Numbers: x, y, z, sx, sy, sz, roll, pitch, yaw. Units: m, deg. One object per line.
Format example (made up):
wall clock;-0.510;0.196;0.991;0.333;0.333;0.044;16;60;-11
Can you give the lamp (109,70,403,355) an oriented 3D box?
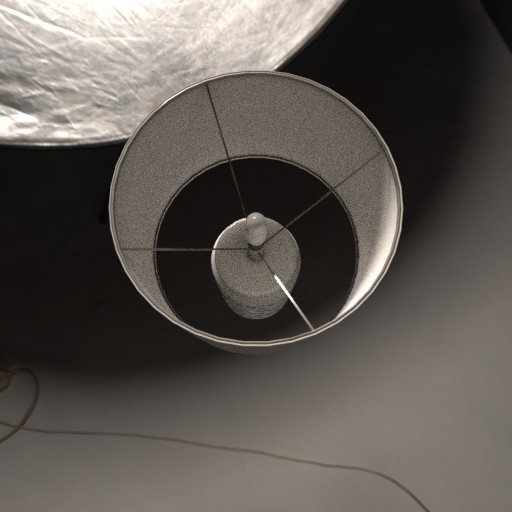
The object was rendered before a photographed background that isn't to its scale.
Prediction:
lamp;0.000;0.000;0.705;0.310;0.502;0.310;0;76;0
